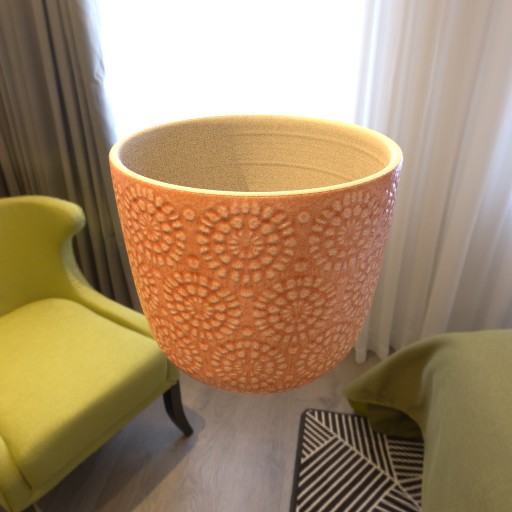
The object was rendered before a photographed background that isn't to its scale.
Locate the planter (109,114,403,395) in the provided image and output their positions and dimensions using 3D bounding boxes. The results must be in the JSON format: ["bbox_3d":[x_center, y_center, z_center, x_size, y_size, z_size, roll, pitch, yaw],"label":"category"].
[{"bbox_3d":[0.000,0.000,0.371,0.208,0.190,0.208,0,29,0],"label":"planter"}]
